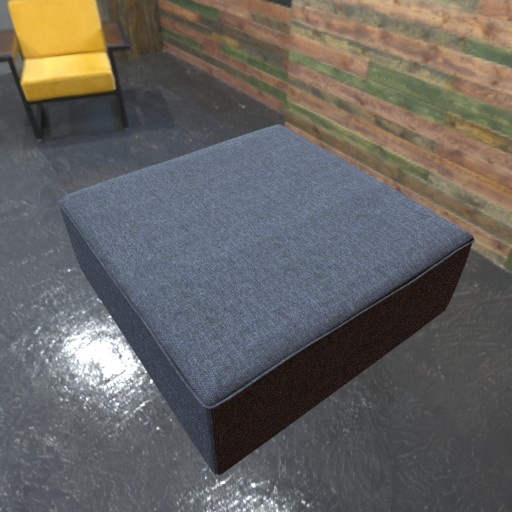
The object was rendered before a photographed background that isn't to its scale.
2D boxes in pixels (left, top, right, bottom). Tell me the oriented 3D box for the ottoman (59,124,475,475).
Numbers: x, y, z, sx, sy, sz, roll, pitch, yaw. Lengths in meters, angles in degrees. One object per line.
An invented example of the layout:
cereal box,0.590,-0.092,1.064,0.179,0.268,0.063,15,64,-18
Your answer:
ottoman,0.000,0.000,1.582,1.023,0.423,1.017,-26,48,-26
